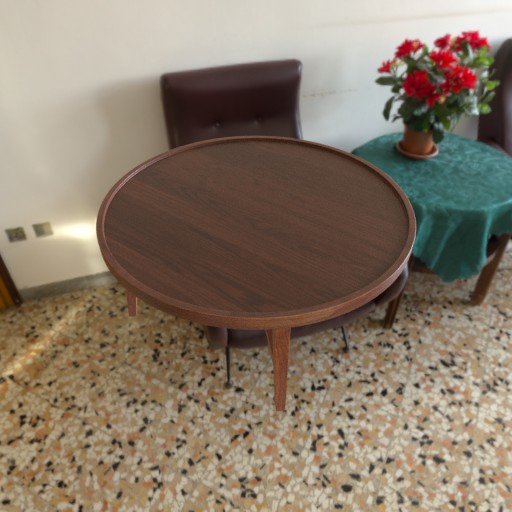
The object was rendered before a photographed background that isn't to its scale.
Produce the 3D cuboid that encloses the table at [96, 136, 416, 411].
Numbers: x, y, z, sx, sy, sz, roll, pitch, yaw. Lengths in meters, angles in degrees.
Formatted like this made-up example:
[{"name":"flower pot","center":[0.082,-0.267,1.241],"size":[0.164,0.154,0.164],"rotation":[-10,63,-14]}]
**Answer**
[{"name":"table","center":[0.000,0.000,1.264],"size":[0.800,0.360,0.800],"rotation":[0,40,0]}]
